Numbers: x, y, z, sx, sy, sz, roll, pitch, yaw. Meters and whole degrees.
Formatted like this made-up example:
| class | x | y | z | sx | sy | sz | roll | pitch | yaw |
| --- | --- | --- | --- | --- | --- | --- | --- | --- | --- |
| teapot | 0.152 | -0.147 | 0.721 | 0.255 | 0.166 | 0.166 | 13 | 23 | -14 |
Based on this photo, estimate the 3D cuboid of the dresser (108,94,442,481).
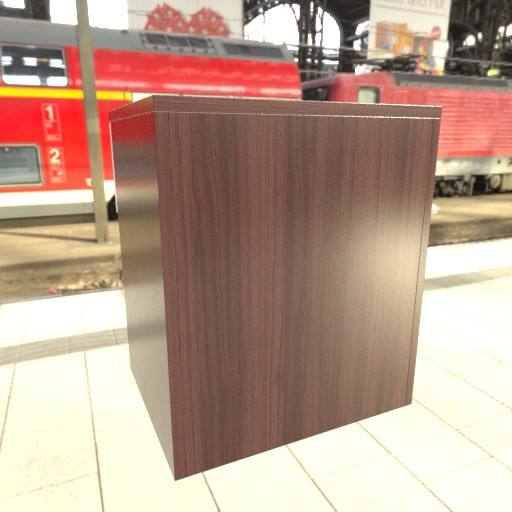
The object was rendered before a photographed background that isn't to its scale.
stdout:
| class | x | y | z | sx | sy | sz | roll | pitch | yaw |
| --- | --- | --- | --- | --- | --- | --- | --- | --- | --- |
| dresser | 0.000 | 0.000 | 0.748 | 0.400 | 0.470 | 0.360 | -7 | 16 | -24 |
